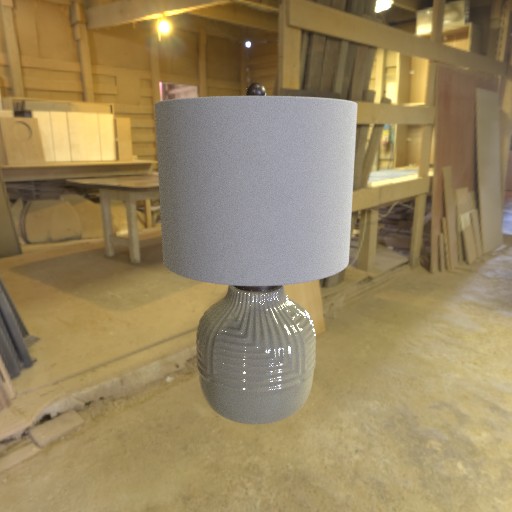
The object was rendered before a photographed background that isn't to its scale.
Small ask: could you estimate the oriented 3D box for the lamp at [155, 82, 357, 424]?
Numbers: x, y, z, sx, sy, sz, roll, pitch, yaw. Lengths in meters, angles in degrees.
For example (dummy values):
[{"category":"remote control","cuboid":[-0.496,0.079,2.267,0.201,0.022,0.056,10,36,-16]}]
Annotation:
[{"category":"lamp","cuboid":[0.000,0.000,0.773,0.318,0.567,0.318,0,15,0]}]
